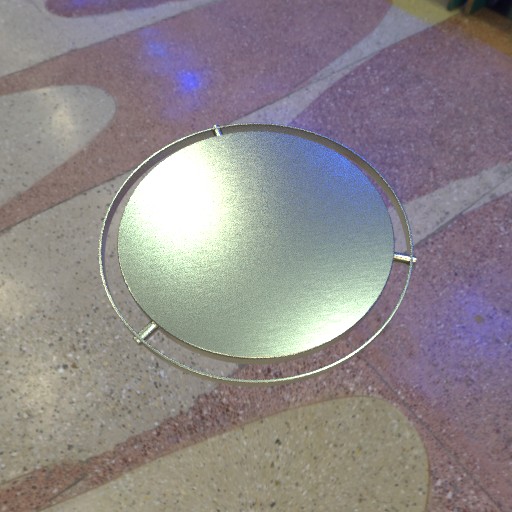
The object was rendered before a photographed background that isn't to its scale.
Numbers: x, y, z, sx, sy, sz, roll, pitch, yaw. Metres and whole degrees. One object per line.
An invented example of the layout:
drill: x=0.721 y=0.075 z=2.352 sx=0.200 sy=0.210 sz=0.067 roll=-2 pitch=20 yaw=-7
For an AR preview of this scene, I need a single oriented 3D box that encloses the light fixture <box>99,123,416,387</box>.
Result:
light fixture: x=0.000 y=0.000 z=0.568 sx=0.361 sy=0.130 sz=0.361 roll=0 pitch=58 yaw=0
